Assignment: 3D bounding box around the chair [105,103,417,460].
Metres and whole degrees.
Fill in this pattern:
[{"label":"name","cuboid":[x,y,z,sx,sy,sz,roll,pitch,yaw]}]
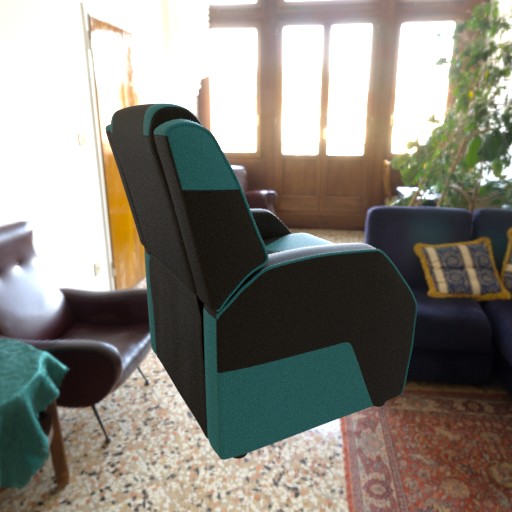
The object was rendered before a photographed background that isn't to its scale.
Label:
[{"label":"chair","cuboid":[0.000,0.000,1.262,0.672,0.805,0.620,-8,19,-26]}]
